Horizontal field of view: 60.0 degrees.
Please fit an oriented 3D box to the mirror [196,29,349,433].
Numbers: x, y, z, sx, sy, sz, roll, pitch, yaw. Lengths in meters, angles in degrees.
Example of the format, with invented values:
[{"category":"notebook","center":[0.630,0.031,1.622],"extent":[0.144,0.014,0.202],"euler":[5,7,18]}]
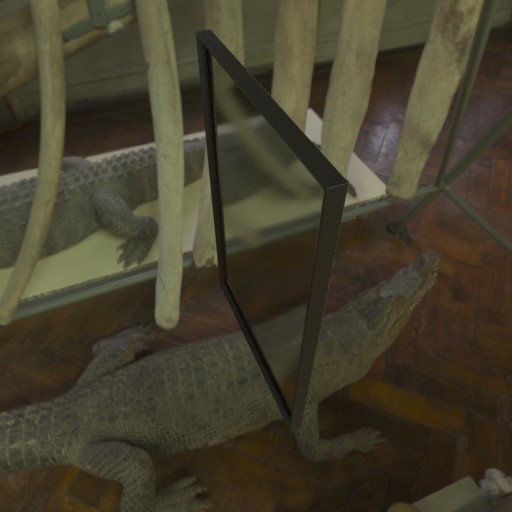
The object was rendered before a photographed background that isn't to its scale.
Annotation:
[{"category":"mirror","center":[0.000,0.000,1.161],"extent":[0.041,0.915,0.609],"euler":[-17,50,-15]}]
